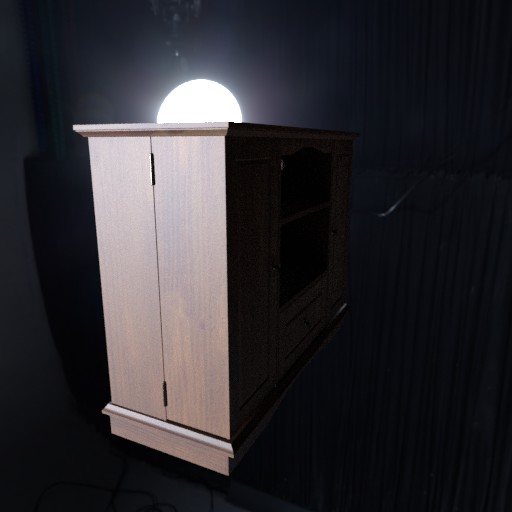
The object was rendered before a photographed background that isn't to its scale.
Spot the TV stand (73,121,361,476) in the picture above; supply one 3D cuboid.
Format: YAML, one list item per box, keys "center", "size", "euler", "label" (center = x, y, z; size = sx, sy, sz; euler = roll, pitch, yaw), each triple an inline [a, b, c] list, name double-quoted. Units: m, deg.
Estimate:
- center: [0.000, 0.000, 1.486]
  size: [0.406, 0.813, 1.067]
  euler: [7, 16, 25]
  label: "TV stand"
